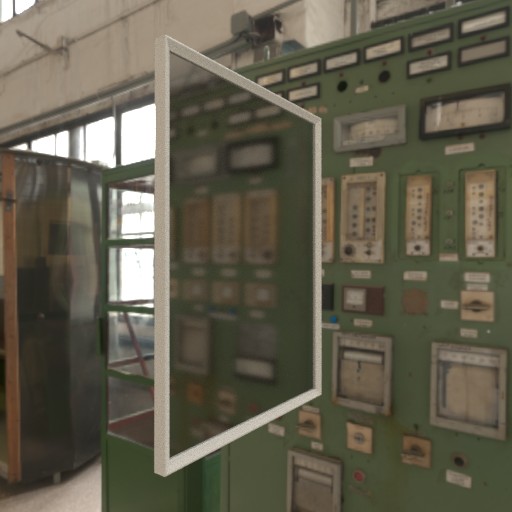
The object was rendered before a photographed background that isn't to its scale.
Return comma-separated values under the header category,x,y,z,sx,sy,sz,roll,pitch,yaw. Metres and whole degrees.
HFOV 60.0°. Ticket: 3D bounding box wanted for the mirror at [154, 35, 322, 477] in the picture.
category,x,y,z,sx,sy,sz,roll,pitch,yaw
mirror,0.000,0.000,1.337,0.041,1.016,0.762,0,0,36
